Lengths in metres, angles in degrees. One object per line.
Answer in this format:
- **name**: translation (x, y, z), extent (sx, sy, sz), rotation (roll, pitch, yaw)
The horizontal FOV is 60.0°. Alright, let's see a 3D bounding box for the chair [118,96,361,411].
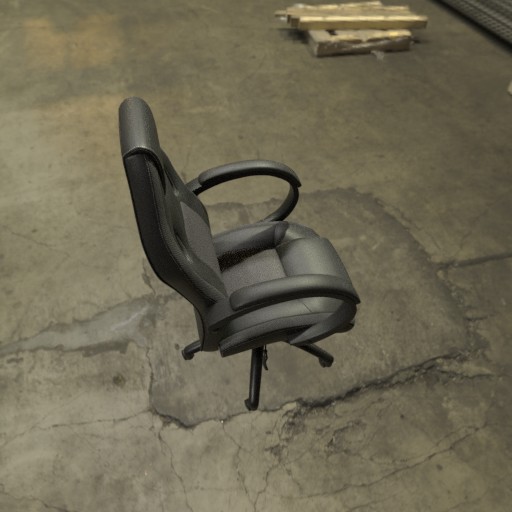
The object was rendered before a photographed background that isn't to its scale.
- **chair**: translation (0.000, 0.000, 1.601), extent (0.724, 1.187, 0.673), rotation (-10, 48, -9)
